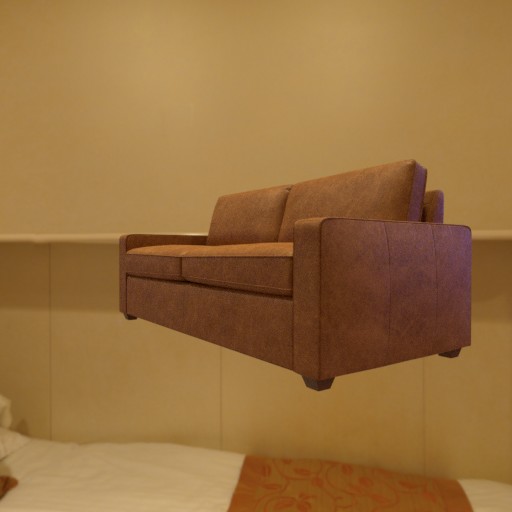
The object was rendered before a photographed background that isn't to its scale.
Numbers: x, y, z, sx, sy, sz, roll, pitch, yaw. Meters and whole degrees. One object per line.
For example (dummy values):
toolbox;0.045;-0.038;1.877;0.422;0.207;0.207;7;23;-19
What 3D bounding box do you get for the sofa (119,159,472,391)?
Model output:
sofa;0.000;0.000;2.633;0.991;0.928;2.156;-1;1;-35
